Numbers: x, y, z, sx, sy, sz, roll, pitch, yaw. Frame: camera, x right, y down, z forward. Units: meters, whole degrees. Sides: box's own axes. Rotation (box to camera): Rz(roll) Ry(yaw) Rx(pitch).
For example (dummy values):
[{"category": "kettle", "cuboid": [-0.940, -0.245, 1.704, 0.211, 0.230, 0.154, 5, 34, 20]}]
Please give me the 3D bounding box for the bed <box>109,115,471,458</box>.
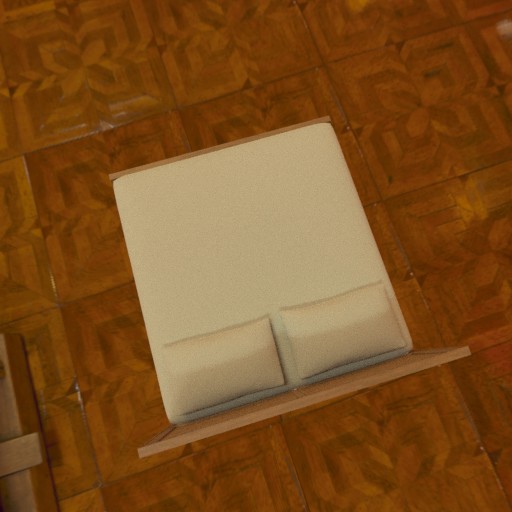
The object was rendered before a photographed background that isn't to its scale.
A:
[{"category": "bed", "cuboid": [0.000, 0.000, 3.464, 2.003, 1.387, 2.184, -16, 77, -4]}]
